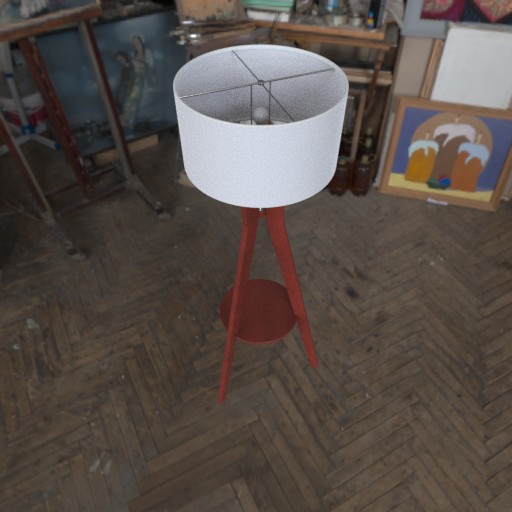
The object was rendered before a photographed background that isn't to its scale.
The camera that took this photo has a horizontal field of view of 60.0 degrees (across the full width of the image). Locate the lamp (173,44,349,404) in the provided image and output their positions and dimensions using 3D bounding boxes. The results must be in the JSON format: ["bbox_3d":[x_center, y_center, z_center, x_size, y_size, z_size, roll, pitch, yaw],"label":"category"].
[{"bbox_3d":[0.000,0.000,1.762,0.539,1.472,0.542,-16,49,-15],"label":"lamp"}]
